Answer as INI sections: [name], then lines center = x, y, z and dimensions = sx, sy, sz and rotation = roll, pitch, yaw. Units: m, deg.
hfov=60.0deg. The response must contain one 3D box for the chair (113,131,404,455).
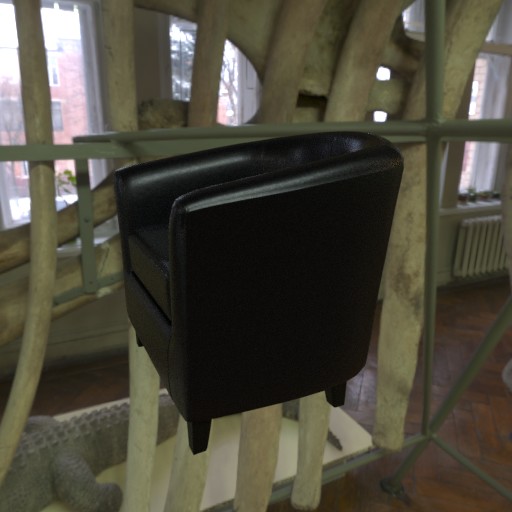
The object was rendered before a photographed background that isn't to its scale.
[chair]
center = 0.000, 0.000, 1.397
dimensions = 0.727, 0.756, 0.793
rotation = -8, 18, -25
